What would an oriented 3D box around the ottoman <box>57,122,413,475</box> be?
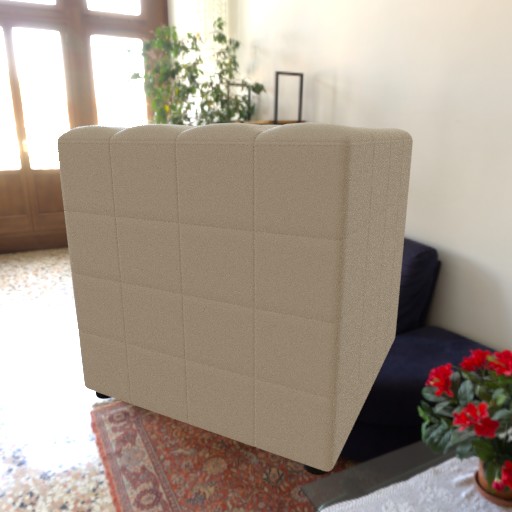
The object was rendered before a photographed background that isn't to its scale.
[{"bbox_3d":[0.000,0.000,0.765,0.425,0.432,0.425,8,17,26],"label":"ottoman"}]
